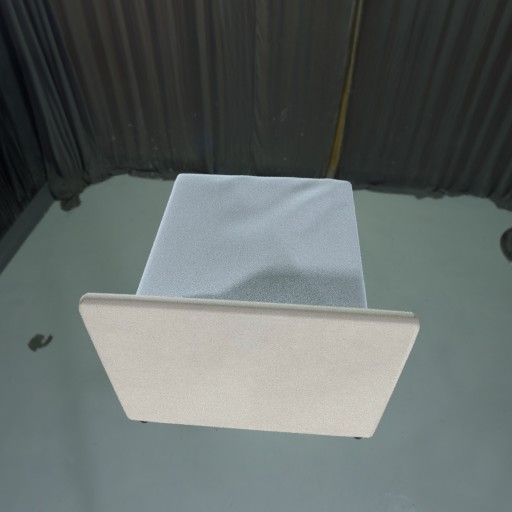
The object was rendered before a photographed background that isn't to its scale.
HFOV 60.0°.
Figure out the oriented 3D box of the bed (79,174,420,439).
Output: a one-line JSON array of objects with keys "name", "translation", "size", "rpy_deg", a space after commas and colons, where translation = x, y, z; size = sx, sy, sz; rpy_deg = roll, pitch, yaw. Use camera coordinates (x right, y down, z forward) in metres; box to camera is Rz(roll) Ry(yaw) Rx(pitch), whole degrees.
[{"name": "bed", "translation": [0.000, 0.000, 3.293], "size": [1.723, 1.330, 2.142], "rpy_deg": [3, 45, 3]}]
